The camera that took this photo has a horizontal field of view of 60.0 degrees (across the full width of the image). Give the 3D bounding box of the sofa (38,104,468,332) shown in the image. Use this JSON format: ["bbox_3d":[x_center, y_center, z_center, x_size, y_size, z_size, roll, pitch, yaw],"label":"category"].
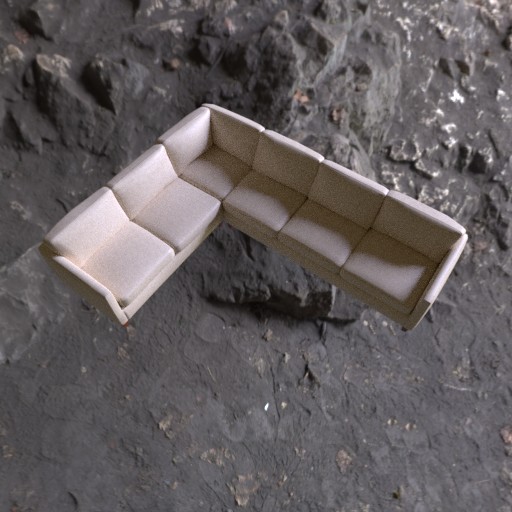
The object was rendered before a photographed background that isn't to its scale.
[{"bbox_3d":[0.000,0.000,4.422,3.302,0.947,2.593,31,63,18],"label":"sofa"}]
